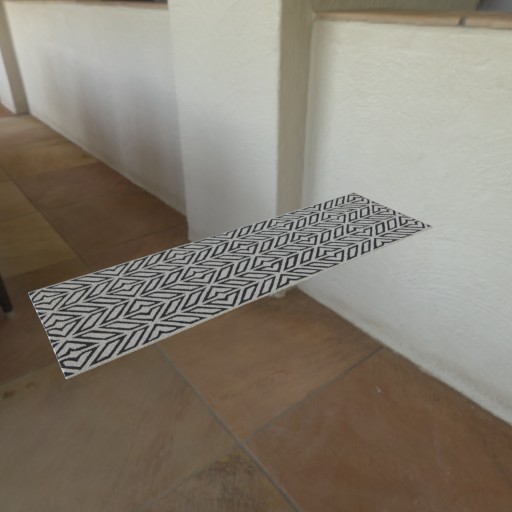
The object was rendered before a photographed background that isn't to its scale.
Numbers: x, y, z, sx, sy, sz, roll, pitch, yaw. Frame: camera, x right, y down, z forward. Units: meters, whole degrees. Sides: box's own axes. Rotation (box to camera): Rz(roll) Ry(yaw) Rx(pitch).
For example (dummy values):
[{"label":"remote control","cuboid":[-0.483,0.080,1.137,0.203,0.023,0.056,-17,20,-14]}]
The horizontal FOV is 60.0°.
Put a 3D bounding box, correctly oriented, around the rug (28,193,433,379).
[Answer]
[{"label":"rug","cuboid":[0.000,0.000,2.695,2.435,0.009,0.750,-19,36,-30]}]
